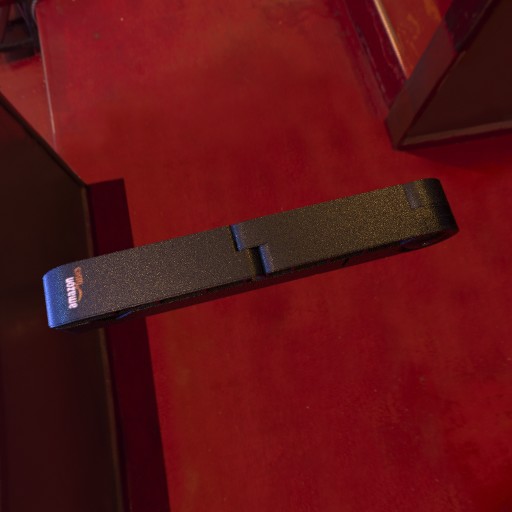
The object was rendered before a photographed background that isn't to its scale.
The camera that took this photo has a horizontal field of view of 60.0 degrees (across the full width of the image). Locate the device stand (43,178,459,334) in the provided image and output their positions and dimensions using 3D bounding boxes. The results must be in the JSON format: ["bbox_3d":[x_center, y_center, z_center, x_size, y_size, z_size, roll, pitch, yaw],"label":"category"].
[{"bbox_3d":[0.000,0.000,0.195,0.179,0.030,0.026,-14,75,-4],"label":"device stand"}]
